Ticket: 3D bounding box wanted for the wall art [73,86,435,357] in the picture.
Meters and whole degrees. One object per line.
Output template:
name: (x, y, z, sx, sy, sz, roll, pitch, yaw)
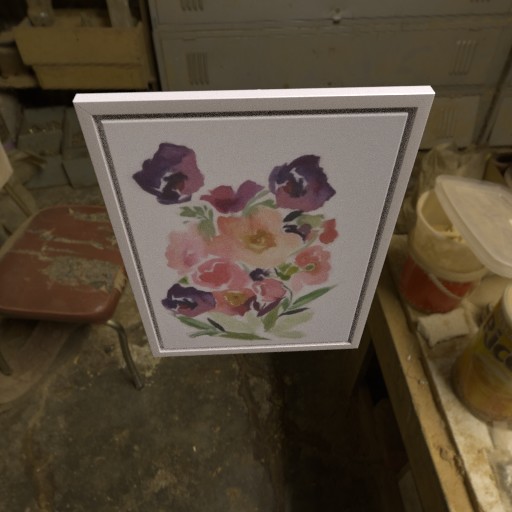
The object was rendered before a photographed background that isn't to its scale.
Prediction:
wall art: (0.000, 0.000, 1.376, 0.805, 1.056, 0.042, -2, 46, -2)
